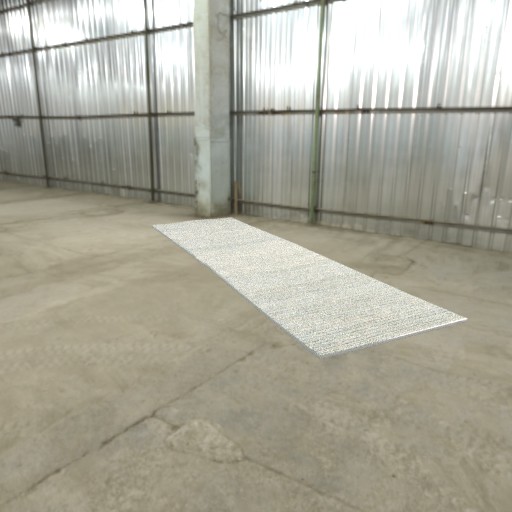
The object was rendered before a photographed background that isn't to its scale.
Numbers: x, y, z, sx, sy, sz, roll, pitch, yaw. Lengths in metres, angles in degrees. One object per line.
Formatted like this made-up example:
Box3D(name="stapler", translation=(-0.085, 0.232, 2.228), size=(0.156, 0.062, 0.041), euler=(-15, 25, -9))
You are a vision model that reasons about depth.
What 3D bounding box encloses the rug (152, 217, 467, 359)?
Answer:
Box3D(name="rug", translation=(0.000, 0.000, 2.566), size=(0.675, 0.037, 2.341), euler=(-7, 17, -25))
